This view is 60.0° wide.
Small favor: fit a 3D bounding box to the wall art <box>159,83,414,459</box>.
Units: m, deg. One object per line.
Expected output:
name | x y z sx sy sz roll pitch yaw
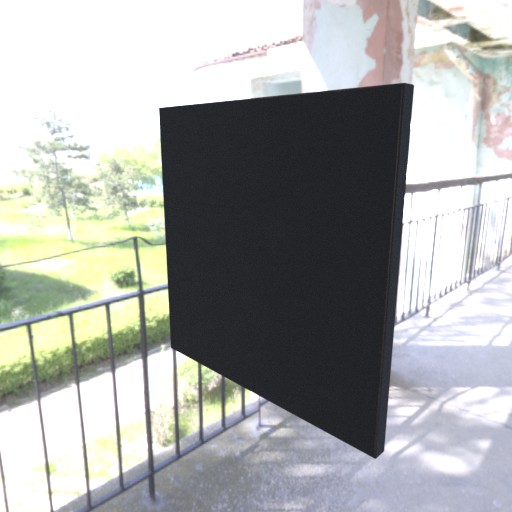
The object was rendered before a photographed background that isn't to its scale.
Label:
wall art | 0.000 0.000 0.452 0.304 0.303 0.015 14 20 43
